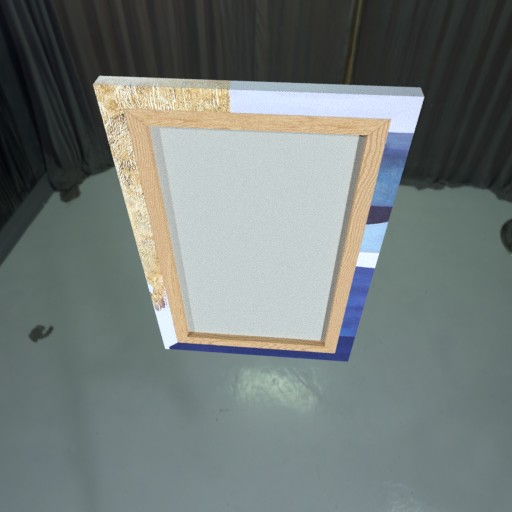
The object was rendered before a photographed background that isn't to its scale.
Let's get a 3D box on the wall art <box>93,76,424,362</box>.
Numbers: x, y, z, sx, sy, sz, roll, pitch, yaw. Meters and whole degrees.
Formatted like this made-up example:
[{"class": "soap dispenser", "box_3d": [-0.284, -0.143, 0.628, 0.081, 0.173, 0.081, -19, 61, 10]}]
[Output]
[{"class": "wall art", "box_3d": [0.000, 0.000, 1.151, 0.607, 0.911, 0.039, 3, 46, 3]}]
